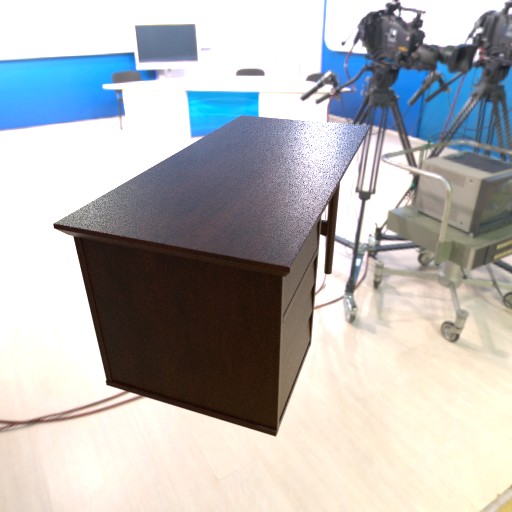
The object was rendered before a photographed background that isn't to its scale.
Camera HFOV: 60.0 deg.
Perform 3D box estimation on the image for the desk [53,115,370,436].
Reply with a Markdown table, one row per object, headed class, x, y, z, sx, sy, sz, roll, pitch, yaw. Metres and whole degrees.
| class | x | y | z | sx | sy | sz | roll | pitch | yaw |
| --- | --- | --- | --- | --- | --- | --- | --- | --- | --- |
| desk | 0.000 | 0.000 | 1.718 | 0.612 | 0.758 | 1.277 | 10 | 32 | 17 |
